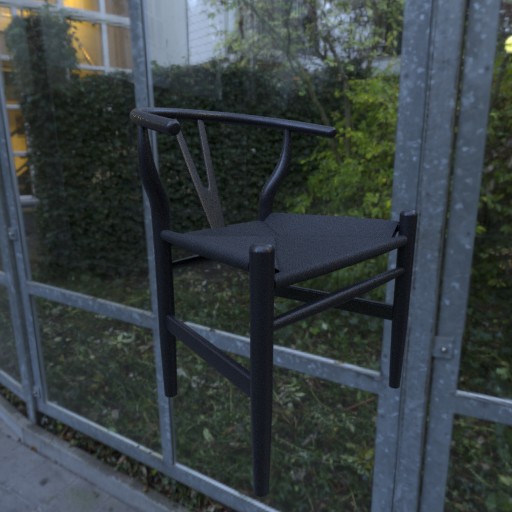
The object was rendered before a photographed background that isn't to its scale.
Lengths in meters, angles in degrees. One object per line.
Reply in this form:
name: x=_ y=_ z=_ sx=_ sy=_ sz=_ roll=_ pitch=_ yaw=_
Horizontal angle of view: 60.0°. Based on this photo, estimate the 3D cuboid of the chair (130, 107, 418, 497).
chair: x=0.000 y=0.000 z=1.114 sx=0.579 sy=0.730 sz=0.569 roll=13 pitch=19 yaw=42
